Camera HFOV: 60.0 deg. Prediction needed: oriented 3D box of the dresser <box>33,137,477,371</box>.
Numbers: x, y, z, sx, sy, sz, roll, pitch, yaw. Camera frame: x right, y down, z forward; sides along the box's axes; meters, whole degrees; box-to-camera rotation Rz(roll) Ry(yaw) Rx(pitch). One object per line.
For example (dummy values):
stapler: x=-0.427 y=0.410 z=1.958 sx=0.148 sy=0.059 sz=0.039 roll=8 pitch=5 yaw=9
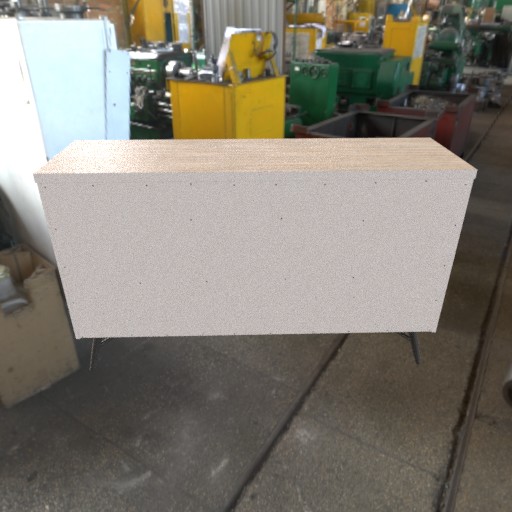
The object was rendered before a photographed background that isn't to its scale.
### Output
dresser: x=0.000 y=0.000 z=1.940 sx=1.524 sy=0.914 sz=0.457 roll=-1 pitch=29 yaw=-1
